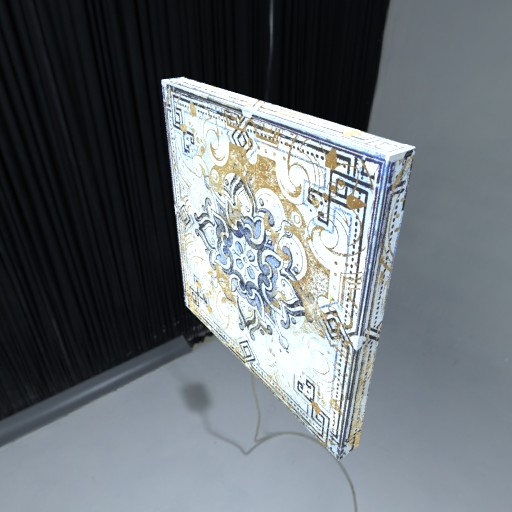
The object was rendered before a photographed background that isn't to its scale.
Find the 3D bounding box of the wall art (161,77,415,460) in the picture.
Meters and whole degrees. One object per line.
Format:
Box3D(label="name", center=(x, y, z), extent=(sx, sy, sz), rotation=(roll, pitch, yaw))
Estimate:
Box3D(label="wall art", center=(0.000, 0.000, 0.619), extent=(0.038, 0.410, 0.411), rotation=(-21, 38, -31))
